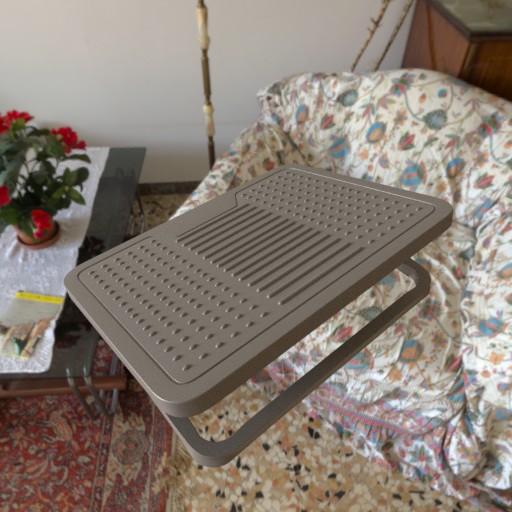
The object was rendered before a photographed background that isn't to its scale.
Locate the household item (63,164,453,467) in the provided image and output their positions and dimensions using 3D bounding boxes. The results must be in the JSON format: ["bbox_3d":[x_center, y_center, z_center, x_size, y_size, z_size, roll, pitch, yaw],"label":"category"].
[{"bbox_3d":[0.000,0.000,0.534,0.390,0.126,0.301,-31,53,-27],"label":"household item"}]
